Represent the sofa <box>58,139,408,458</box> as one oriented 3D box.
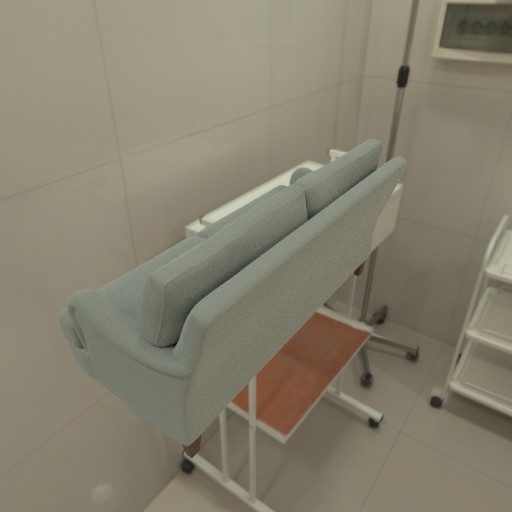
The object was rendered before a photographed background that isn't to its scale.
[{"bbox_3d":[0.000,0.000,2.777,1.069,1.096,2.193,20,37,30],"label":"sofa"}]
